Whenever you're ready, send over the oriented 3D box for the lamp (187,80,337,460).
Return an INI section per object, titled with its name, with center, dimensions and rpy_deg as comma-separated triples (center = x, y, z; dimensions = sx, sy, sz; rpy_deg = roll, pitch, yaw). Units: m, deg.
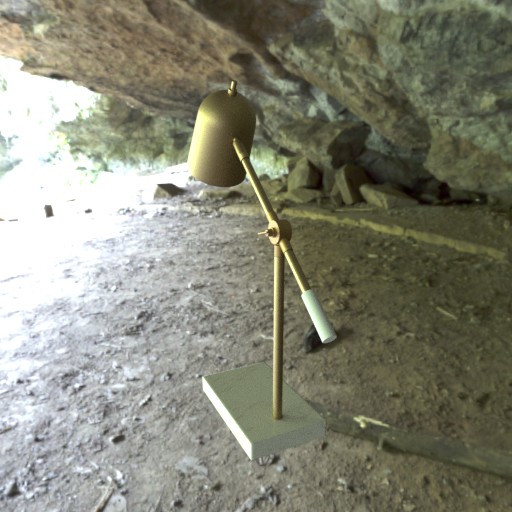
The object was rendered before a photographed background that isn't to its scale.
[lamp]
center = 0.000, 0.000, 0.783
dimensions = 0.144, 0.603, 0.471
rpy_deg = -7, 16, -25
